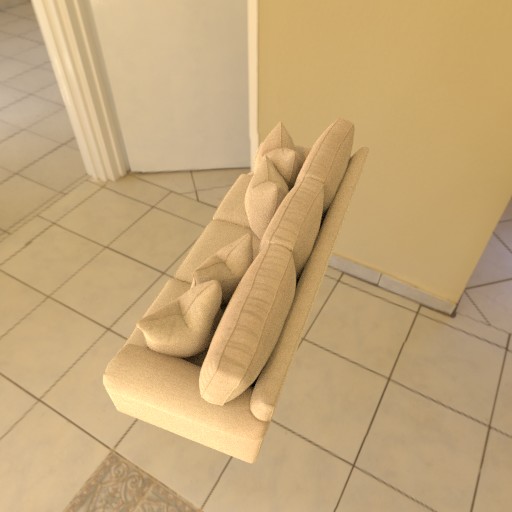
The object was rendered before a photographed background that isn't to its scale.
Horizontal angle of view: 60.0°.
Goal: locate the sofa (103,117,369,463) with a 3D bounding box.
[{"bbox_3d":[0.000,0.000,2.859,0.965,0.975,2.312,15,48,14],"label":"sofa"}]
